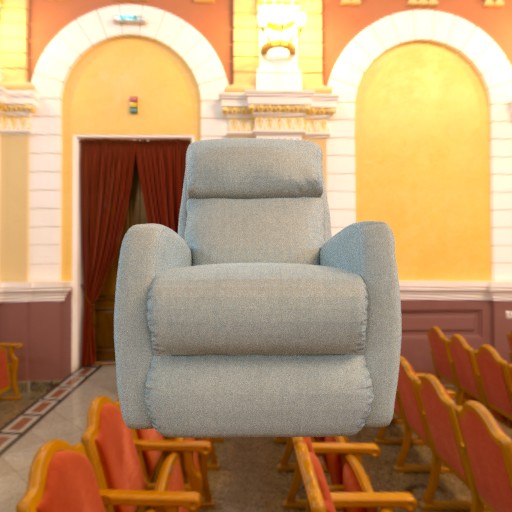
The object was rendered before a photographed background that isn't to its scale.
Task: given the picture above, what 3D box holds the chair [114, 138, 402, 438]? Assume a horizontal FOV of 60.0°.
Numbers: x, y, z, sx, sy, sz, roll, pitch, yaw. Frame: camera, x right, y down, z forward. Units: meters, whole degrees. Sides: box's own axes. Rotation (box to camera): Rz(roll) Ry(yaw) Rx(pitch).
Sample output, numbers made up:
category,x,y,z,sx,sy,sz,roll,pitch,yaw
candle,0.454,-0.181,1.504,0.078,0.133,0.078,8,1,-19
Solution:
category,x,y,z,sx,sy,sz,roll,pitch,yaw
chair,0.000,0.000,1.610,0.794,1.016,0.940,0,0,-1
